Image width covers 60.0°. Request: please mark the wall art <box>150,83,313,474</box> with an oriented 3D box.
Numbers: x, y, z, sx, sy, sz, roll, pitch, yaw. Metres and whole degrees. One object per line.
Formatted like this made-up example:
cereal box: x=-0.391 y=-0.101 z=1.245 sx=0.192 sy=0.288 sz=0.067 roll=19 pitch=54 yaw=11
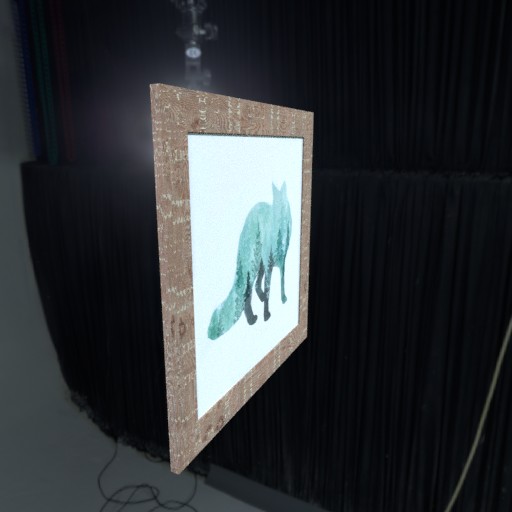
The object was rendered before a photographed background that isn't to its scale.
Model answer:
wall art: x=0.000 y=0.000 z=0.586 sx=0.012 sy=0.384 sz=0.384 roll=7 pitch=16 yaw=26
